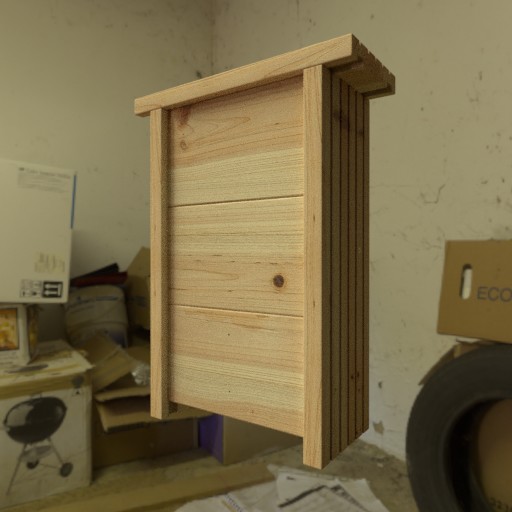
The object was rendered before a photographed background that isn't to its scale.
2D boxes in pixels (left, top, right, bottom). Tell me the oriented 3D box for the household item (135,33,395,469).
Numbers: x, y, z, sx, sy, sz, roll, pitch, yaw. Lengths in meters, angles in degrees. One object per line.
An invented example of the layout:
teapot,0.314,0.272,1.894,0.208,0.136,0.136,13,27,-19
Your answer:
household item,0.000,0.000,0.540,0.301,0.407,0.123,0,0,35
